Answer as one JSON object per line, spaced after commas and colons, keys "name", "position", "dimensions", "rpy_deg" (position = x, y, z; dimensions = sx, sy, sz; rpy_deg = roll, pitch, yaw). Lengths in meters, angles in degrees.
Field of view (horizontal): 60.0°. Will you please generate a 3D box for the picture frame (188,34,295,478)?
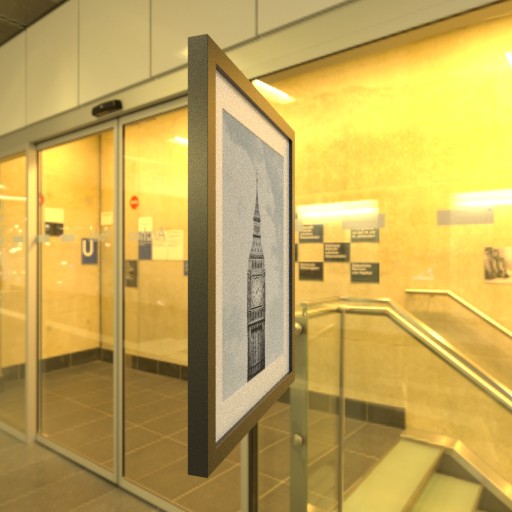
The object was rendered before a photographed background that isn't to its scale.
{"name": "picture frame", "position": [0.000, 0.000, 0.777], "dimensions": [0.028, 0.556, 0.460], "rpy_deg": [0, 0, 19]}
